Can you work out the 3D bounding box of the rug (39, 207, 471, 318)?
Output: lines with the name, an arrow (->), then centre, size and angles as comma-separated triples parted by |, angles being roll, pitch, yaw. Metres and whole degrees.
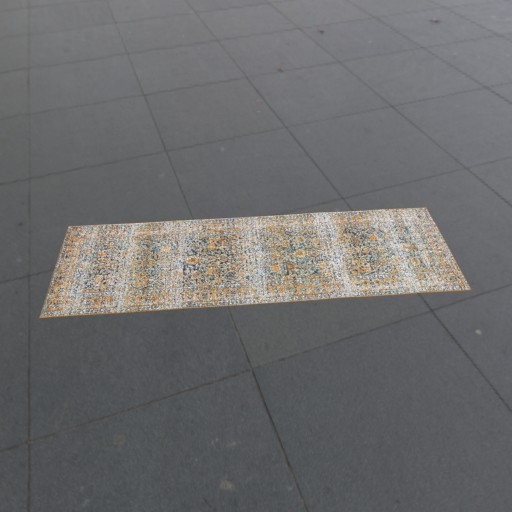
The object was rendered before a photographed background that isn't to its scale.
rug -> 0.000, 0.000, 2.584 | 2.294, 0.014, 0.704 | -3, 46, -3
